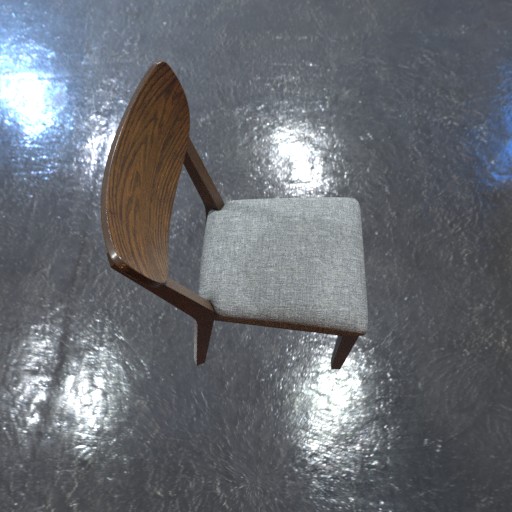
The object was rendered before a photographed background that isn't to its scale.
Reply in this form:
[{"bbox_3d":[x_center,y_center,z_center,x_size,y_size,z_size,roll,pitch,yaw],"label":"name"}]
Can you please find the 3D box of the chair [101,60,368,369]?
[{"bbox_3d":[0.000,0.000,1.194,0.583,0.849,0.491,2,63,1],"label":"chair"}]
